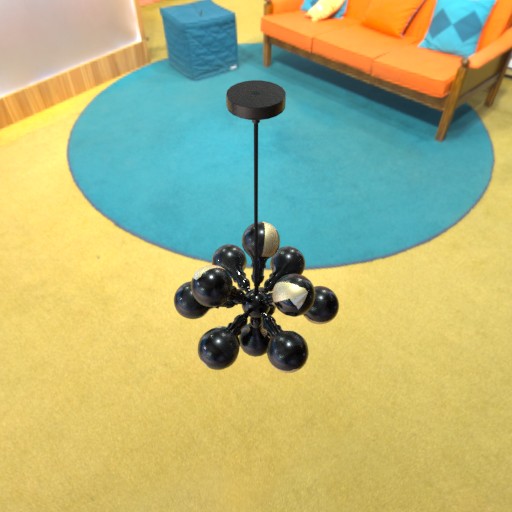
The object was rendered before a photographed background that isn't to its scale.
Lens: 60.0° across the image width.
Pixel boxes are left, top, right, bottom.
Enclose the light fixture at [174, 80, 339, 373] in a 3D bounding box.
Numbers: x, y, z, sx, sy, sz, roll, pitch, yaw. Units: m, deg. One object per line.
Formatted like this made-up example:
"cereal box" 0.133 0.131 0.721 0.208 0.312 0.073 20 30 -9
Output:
"light fixture" 0.000 0.000 1.123 0.468 0.859 0.420 2 46 2
